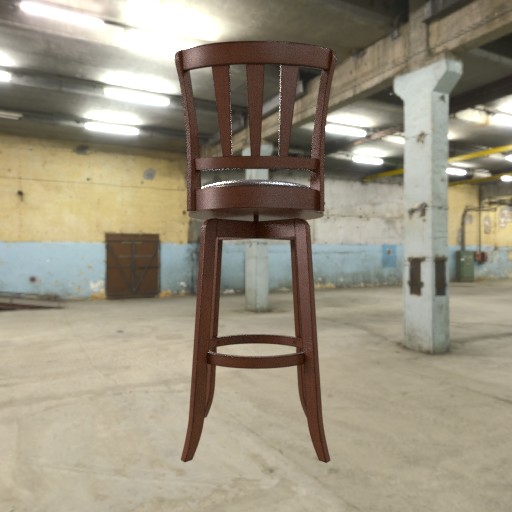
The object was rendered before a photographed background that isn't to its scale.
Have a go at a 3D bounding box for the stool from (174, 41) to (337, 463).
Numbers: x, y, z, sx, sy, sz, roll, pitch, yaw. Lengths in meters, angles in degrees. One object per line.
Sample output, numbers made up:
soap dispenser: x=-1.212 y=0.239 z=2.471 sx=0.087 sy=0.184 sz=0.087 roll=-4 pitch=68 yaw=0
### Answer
stool: x=0.000 y=0.000 z=1.426 sx=0.464 sy=1.177 sz=0.503 roll=0 pitch=-1 yaw=1
